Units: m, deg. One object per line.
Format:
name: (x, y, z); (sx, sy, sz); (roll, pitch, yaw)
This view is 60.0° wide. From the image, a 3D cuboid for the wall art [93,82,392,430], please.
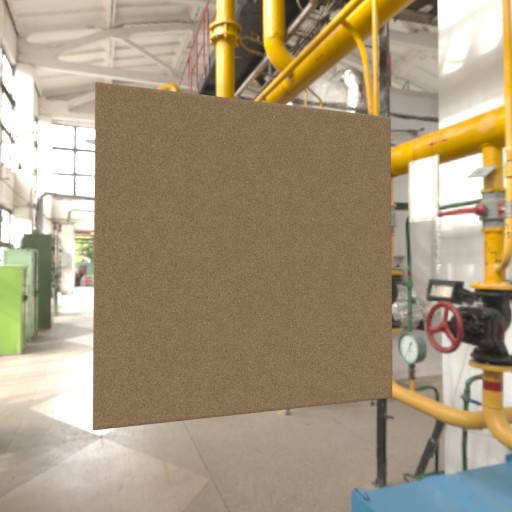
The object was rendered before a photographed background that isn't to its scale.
wall art: (0.000, 0.000, 1.093); (0.749, 0.751, 0.050); (0, -1, -18)
